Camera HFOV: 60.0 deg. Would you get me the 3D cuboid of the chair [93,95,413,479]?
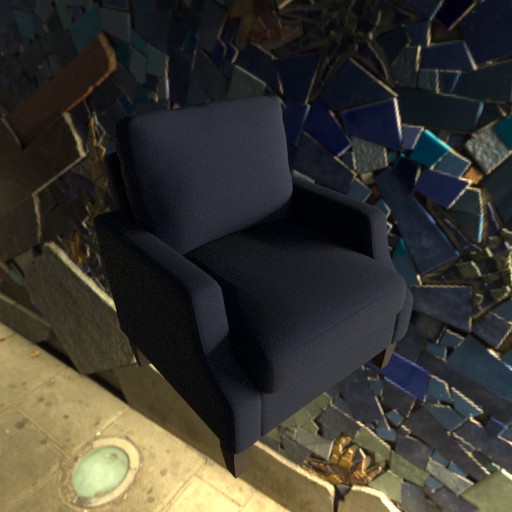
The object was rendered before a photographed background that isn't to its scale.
[{"bbox_3d":[0.000,0.000,1.605,0.855,0.991,0.897,-23,37,-34],"label":"chair"}]
